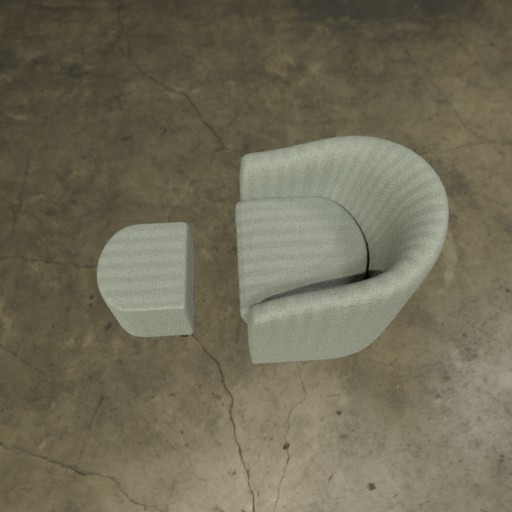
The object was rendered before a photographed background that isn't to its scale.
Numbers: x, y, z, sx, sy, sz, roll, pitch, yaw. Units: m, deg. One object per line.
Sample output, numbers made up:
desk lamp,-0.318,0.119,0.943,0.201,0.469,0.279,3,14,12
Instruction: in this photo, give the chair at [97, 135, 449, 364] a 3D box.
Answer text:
chair,0.000,0.000,1.789,1.288,0.757,0.756,-3,59,-2
